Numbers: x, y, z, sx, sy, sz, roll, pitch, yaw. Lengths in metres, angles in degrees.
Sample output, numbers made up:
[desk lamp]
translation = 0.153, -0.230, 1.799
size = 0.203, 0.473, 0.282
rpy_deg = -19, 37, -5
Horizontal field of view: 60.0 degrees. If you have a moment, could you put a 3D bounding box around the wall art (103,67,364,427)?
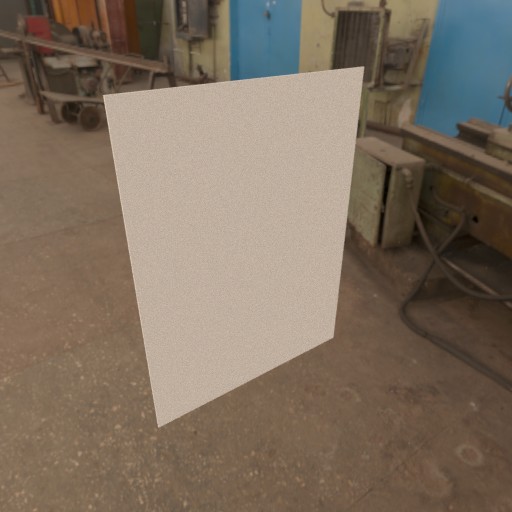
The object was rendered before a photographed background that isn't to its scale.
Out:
[wall art]
translation = 0.000, 0.000, 0.812
size = 0.457, 0.610, 0.003
rpy_deg = -19, 35, -30
